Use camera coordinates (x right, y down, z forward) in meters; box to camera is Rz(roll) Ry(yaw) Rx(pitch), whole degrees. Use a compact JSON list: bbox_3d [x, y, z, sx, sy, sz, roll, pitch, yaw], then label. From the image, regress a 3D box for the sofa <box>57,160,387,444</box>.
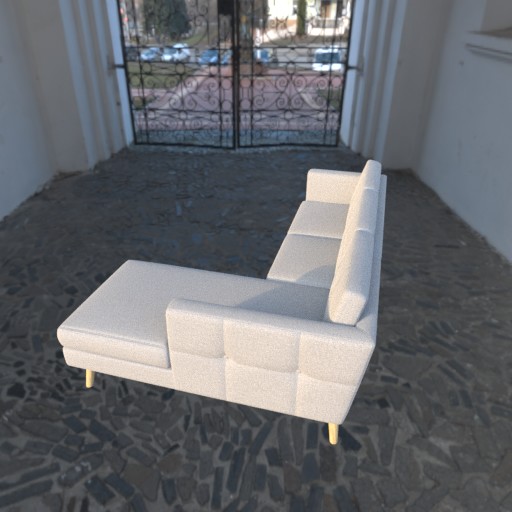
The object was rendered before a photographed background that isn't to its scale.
[{"bbox_3d":[0.000,0.000,2.880,1.530,0.860,2.040,8,31,13],"label":"sofa"}]
